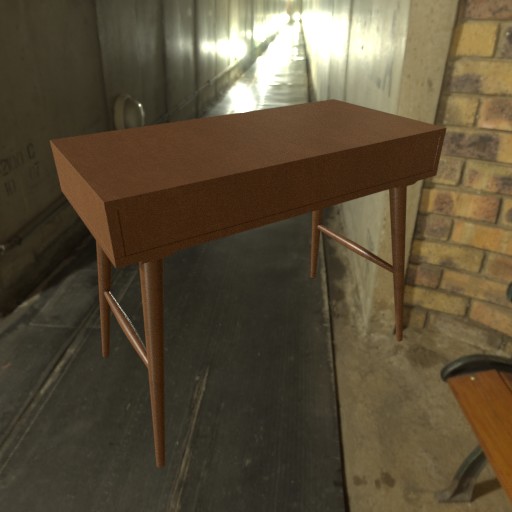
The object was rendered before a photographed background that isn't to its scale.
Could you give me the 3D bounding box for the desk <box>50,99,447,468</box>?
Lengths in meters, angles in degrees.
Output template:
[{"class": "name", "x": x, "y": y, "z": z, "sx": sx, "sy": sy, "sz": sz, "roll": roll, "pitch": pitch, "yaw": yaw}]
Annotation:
[{"class": "desk", "x": 0.000, "y": 0.000, "z": 1.372, "sx": 0.949, "sy": 0.758, "sz": 0.510, "roll": -18, "pitch": 35, "yaw": -28}]
